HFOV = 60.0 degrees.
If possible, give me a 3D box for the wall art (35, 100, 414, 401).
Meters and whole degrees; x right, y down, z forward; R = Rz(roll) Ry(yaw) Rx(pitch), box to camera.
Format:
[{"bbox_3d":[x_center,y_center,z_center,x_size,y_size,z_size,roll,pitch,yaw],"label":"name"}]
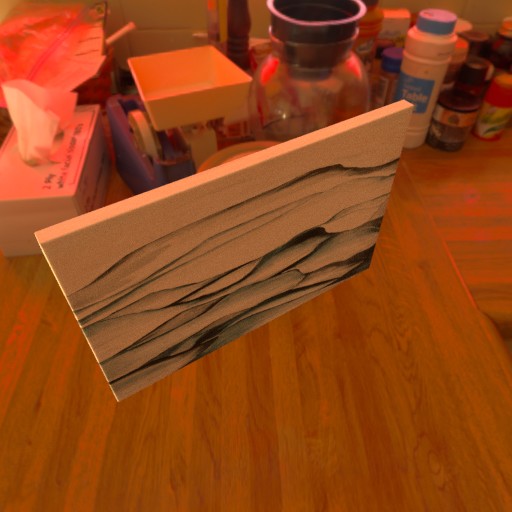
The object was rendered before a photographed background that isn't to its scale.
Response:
[{"bbox_3d":[0.000,0.000,1.168,0.914,0.609,0.039,-25,51,-22],"label":"wall art"}]
